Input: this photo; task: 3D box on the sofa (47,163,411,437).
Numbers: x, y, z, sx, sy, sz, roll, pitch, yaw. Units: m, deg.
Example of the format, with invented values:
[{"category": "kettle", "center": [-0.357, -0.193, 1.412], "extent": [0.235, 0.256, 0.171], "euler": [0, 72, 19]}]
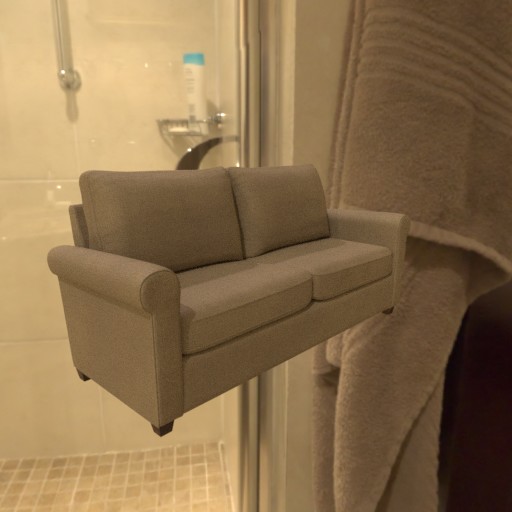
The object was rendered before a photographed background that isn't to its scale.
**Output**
[{"category": "sofa", "center": [0.000, 0.000, 2.394], "extent": [0.842, 0.942, 1.935], "euler": [13, 18, 42]}]
